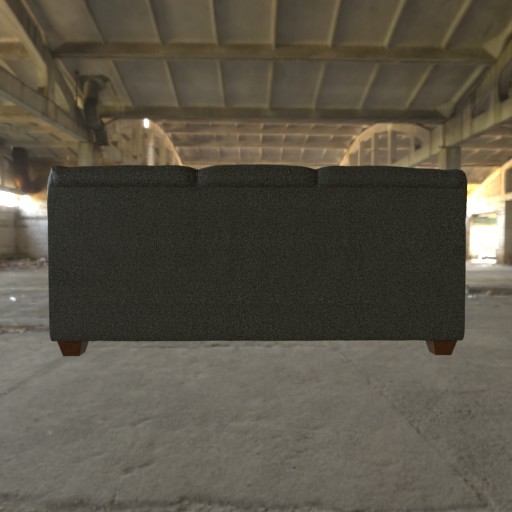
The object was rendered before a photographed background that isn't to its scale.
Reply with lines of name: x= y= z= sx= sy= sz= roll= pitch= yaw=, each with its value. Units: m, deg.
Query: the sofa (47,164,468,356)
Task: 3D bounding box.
sofa: x=0.000 y=0.000 z=2.596 sx=2.024 sy=0.958 sz=0.997 roll=0 pitch=2 yaw=-1
